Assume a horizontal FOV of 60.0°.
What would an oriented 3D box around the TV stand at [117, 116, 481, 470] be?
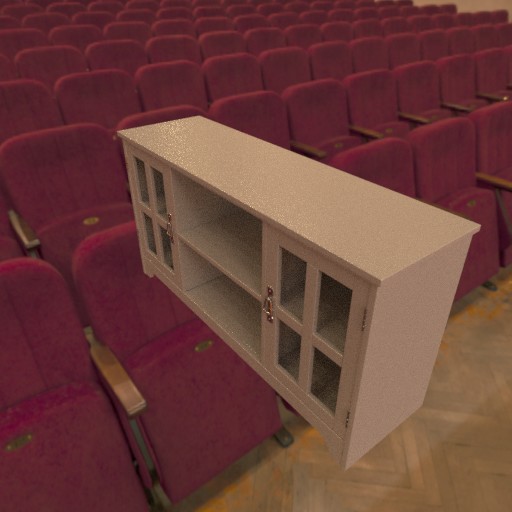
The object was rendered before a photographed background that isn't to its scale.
[{"bbox_3d":[0.000,0.000,1.433,0.344,0.603,1.167,-23,38,-32],"label":"TV stand"}]
